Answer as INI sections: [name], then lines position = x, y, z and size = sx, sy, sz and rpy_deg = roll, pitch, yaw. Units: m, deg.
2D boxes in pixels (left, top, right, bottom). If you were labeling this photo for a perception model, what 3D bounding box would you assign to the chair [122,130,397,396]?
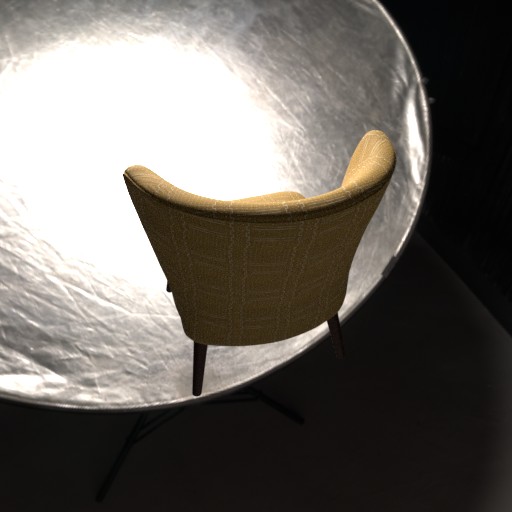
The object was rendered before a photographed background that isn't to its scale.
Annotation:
[chair]
position = 0.000, 0.000, 1.442
size = 0.706, 0.866, 0.758
rpy_deg = -11, 42, -13
